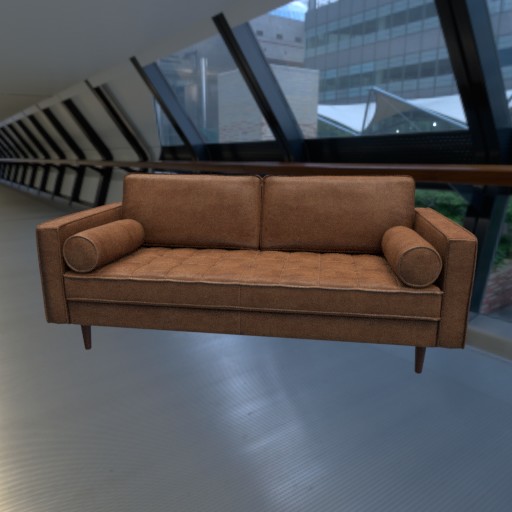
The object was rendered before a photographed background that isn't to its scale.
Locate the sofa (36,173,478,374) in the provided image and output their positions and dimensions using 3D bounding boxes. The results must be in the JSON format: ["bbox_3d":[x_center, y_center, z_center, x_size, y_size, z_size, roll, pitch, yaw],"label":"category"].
[{"bbox_3d":[0.000,0.000,2.334,1.920,0.825,0.924,2,14,9],"label":"sofa"}]
